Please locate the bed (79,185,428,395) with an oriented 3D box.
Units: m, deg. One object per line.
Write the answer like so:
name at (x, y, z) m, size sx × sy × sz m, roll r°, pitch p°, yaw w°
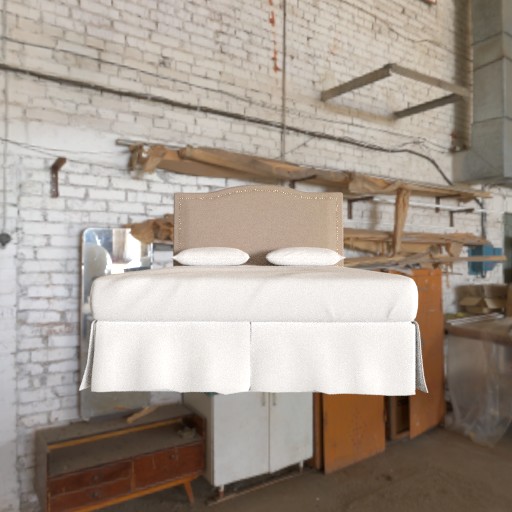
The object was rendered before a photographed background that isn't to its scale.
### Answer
bed at (0.000, 0.000, 3.396) m, size 1.821 × 1.436 × 2.282 m, roll 0°, pitch 0°, yaw 1°
